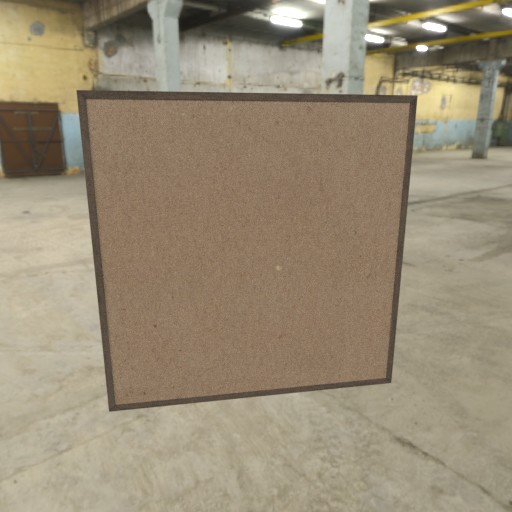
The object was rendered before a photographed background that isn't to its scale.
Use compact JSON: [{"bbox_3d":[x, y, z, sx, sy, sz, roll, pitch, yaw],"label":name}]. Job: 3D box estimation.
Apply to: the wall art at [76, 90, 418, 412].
[{"bbox_3d":[0.000,0.000,0.738,0.508,0.508,0.038,-3,16,-10],"label":"wall art"}]
